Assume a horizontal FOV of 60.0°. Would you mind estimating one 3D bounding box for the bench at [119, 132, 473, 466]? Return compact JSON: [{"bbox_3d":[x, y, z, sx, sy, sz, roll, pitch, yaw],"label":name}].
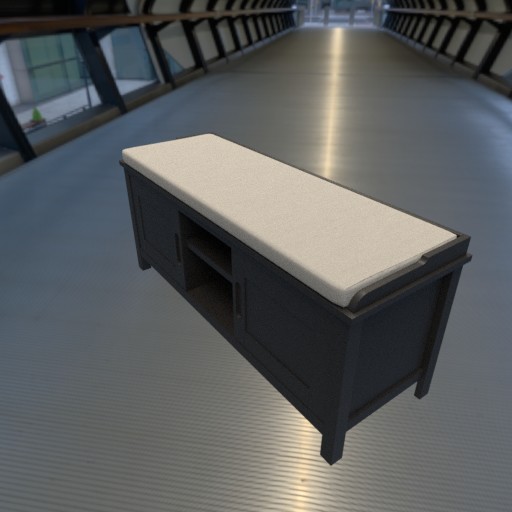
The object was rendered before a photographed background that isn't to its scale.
[{"bbox_3d":[0.000,0.000,1.415,0.398,0.501,1.140,-20,36,-31],"label":"bench"}]
